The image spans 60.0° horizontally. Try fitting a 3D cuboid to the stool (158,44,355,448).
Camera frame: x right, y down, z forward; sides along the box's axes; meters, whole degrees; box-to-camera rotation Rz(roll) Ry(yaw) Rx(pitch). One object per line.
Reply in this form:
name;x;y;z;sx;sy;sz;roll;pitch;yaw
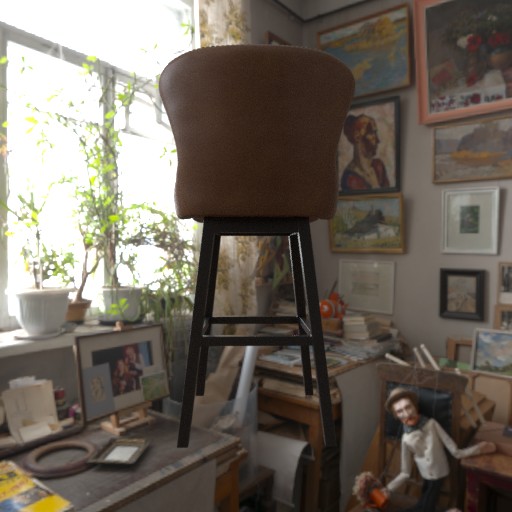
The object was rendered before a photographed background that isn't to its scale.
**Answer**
stool;0.000;0.000;1.377;0.528;1.050;0.601;0;1;-1
